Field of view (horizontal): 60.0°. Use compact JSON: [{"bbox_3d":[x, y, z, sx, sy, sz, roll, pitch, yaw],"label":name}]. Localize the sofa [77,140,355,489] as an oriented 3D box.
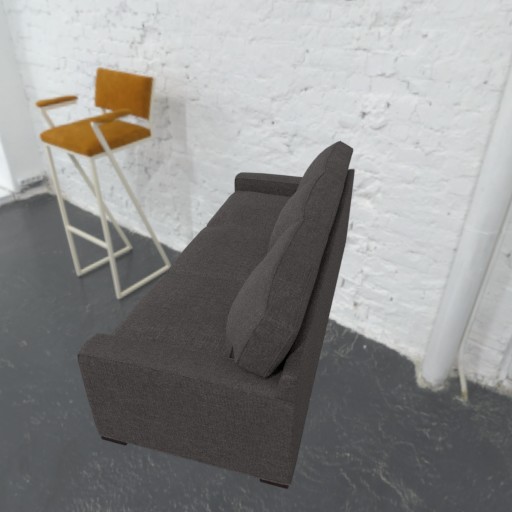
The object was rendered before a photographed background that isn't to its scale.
[{"bbox_3d":[0.000,0.000,2.853,1.004,0.978,2.369,8,32,14],"label":"sofa"}]
